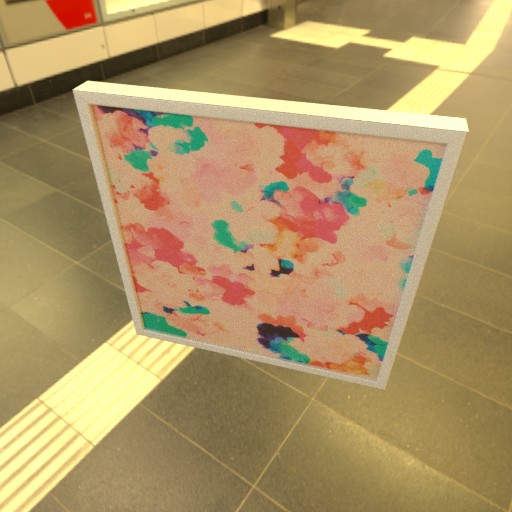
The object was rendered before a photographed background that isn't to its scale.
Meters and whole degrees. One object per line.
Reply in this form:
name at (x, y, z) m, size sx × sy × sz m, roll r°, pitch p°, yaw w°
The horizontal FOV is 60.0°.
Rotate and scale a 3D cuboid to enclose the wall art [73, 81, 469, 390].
wall art at (0.000, 0.000, 0.725) m, size 0.506 × 0.505 × 0.038 m, roll 10°, pitch 41°, yaw 12°
